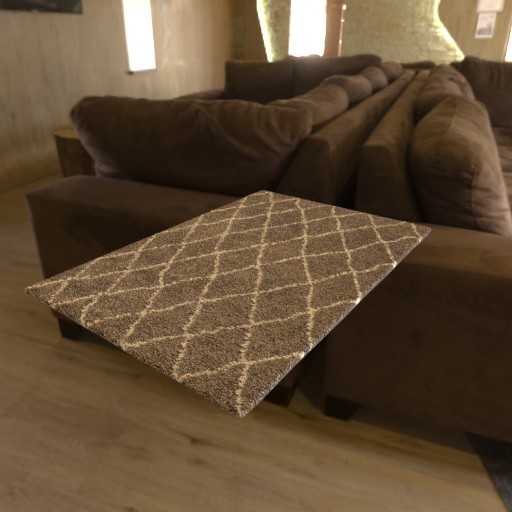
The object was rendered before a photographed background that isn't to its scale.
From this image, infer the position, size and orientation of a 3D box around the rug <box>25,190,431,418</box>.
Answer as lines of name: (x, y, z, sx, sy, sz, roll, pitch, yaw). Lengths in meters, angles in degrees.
rug: (0.000, 0.000, 2.256, 1.219, 0.030, 1.778, 18, 31, 33)
